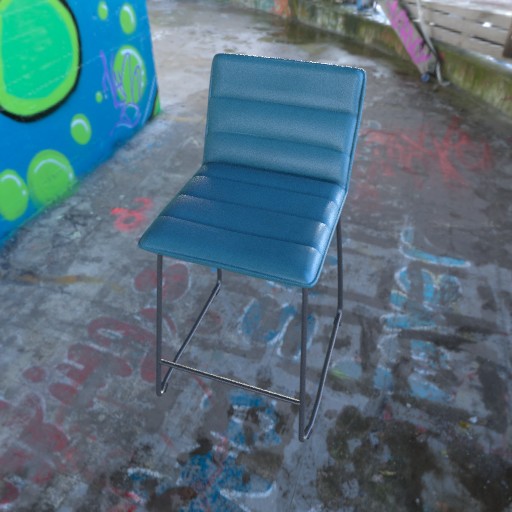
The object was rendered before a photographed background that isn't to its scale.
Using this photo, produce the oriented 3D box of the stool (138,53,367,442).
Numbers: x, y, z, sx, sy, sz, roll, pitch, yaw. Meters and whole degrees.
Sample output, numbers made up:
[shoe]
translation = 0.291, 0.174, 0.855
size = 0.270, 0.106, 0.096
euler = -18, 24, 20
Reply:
[stool]
translation = 0.000, 0.000, 1.184
size = 0.489, 0.866, 0.524
euler = 13, 43, 14
